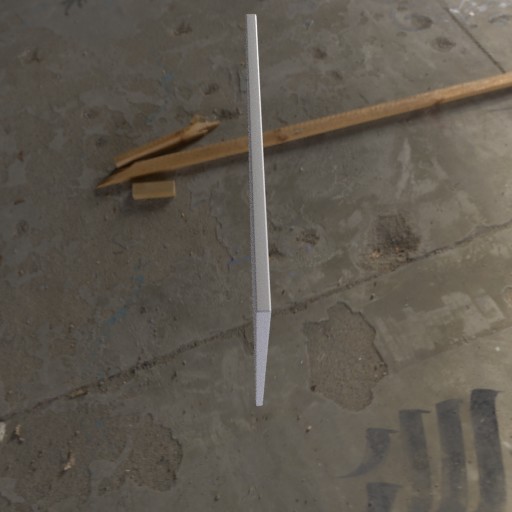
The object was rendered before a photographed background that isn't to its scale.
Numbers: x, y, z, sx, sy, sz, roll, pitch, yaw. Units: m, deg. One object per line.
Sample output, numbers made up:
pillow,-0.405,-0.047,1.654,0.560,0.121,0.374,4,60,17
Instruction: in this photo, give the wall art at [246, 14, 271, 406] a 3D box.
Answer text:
wall art,0.000,0.000,0.608,0.011,0.482,0.329,-2,64,-1
